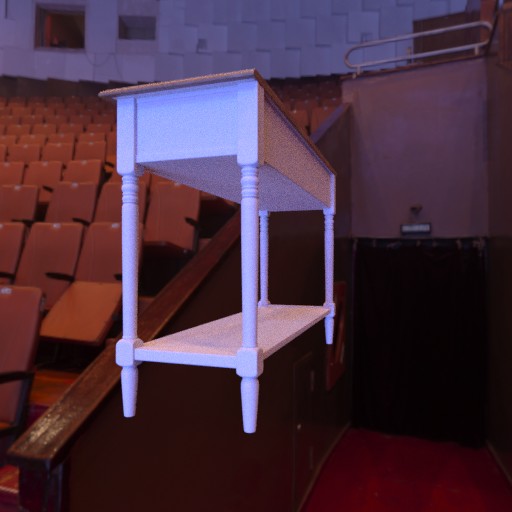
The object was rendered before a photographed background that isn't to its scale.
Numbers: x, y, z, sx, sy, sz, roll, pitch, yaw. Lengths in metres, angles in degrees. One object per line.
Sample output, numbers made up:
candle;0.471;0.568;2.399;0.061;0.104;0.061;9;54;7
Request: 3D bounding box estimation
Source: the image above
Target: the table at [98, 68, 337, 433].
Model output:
table;0.000;0.000;1.586;0.399;0.800;1.219;0;-1;19
